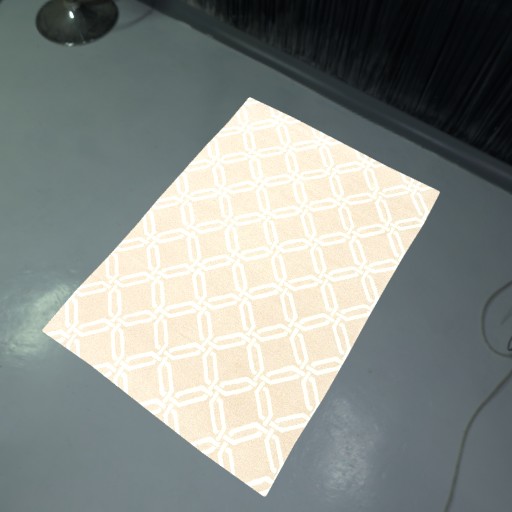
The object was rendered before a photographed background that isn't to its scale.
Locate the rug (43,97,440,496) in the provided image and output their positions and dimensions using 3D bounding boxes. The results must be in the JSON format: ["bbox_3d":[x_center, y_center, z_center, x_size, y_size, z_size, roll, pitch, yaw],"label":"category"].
[{"bbox_3d":[0.000,0.000,2.712,1.524,0.013,2.135,31,68,14],"label":"rug"}]
